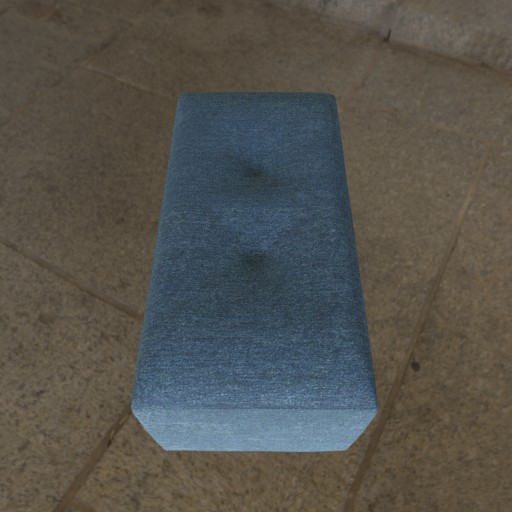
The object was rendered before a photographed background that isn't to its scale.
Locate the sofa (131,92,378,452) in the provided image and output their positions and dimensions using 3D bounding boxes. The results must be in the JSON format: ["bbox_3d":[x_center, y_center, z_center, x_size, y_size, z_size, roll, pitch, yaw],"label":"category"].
[{"bbox_3d":[0.000,0.000,1.205,0.480,0.470,0.930,0,57,0],"label":"sofa"}]
